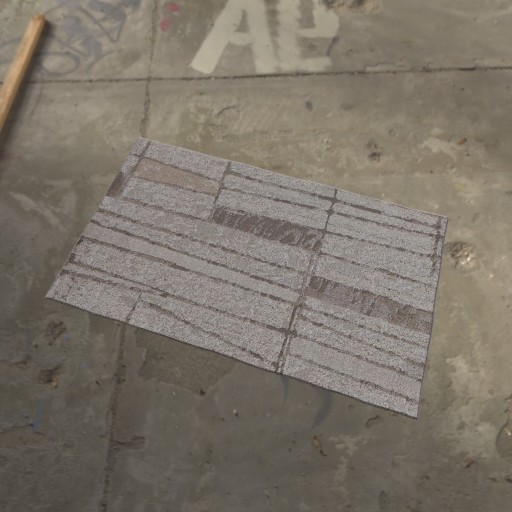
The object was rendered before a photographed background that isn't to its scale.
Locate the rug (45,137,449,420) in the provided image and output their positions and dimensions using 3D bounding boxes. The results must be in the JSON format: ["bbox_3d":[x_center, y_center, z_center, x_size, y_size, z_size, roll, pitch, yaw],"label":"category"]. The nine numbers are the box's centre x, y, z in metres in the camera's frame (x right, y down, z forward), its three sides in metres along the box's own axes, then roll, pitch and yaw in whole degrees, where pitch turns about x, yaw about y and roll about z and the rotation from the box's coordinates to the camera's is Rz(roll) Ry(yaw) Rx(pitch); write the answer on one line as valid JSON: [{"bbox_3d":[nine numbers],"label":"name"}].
[{"bbox_3d":[0.000,0.000,1.078,0.867,0.007,0.515,16,64,8],"label":"rug"}]
